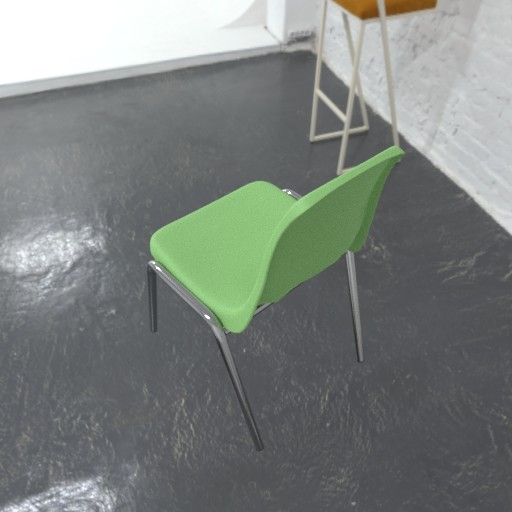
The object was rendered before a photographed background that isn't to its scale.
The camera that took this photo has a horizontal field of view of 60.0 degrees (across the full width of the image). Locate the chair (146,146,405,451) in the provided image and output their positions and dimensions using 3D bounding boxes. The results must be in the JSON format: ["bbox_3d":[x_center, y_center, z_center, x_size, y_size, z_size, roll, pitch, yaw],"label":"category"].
[{"bbox_3d":[0.000,0.000,0.922,0.381,0.653,0.436,-31,53,-27],"label":"chair"}]
